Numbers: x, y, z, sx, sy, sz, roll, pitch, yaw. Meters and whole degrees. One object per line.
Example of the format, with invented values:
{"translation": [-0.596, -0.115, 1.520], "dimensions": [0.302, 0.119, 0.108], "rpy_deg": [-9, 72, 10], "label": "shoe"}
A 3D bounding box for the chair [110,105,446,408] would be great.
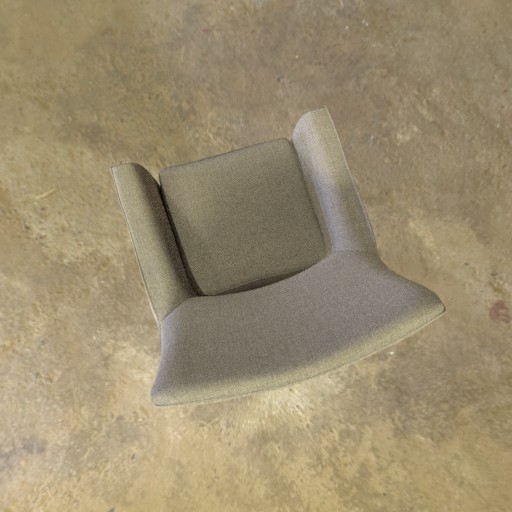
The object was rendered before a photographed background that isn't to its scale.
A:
{"translation": [0.000, 0.000, 1.791], "dimensions": [0.887, 1.047, 0.993], "rpy_deg": [-17, 76, -4], "label": "chair"}
